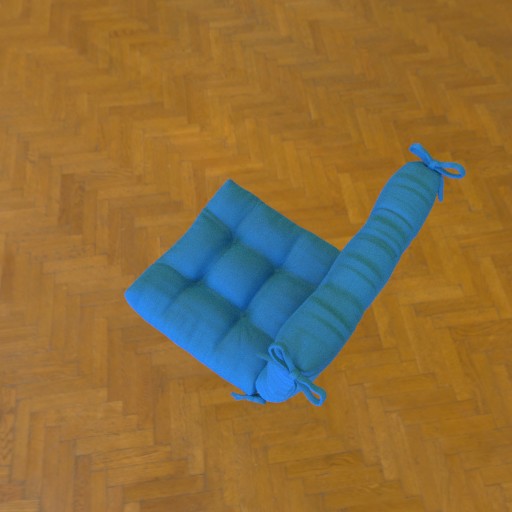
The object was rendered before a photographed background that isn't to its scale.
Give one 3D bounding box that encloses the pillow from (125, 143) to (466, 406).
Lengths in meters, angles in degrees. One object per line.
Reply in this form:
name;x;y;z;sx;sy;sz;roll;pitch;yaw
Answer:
pillow;0.000;0.000;1.017;0.571;0.605;0.519;33;69;15
